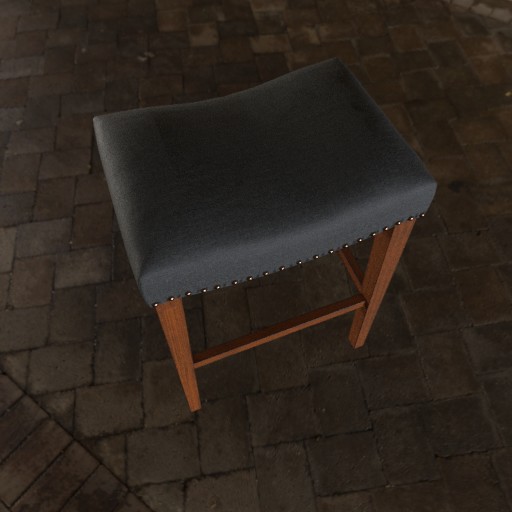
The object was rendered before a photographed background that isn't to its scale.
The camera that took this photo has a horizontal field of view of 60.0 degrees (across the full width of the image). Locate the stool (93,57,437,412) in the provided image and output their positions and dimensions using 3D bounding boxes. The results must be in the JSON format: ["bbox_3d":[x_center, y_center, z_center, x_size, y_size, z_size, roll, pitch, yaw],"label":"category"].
[{"bbox_3d":[0.000,0.000,0.865,0.439,0.612,0.320,-18,60,-11],"label":"stool"}]
